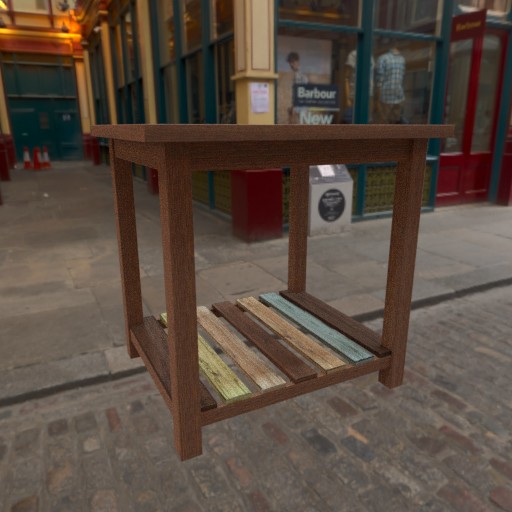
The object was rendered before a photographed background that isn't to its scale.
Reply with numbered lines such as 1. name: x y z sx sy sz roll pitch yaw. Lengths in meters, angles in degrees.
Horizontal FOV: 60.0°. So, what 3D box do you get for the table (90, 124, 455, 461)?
1. table: 0.000 0.000 1.122 0.660 0.635 0.559 -8 18 -26
